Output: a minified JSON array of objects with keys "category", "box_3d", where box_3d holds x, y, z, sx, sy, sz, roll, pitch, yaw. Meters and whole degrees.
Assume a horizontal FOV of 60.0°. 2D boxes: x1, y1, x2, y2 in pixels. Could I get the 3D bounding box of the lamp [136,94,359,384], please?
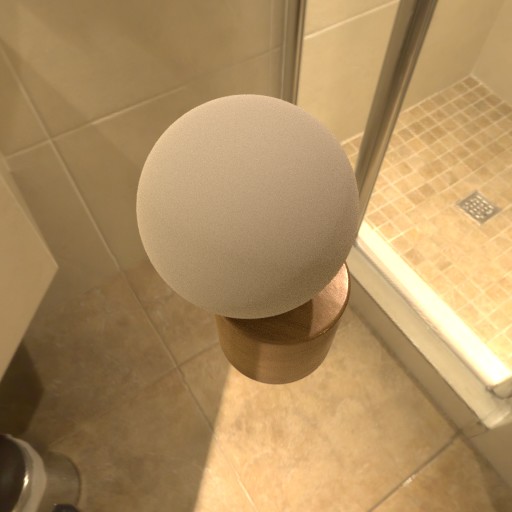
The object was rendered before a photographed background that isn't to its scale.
[{"category":"lamp","box_3d":[0.000,0.000,0.335,0.152,0.250,0.141,17,60,10]}]
